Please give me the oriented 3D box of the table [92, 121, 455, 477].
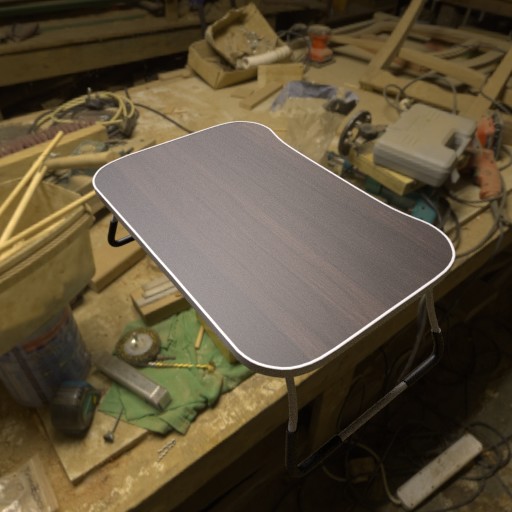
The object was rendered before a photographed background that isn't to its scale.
[{"bbox_3d":[0.000,0.000,0.844,0.400,0.232,0.660,-27,49,-26],"label":"table"}]
